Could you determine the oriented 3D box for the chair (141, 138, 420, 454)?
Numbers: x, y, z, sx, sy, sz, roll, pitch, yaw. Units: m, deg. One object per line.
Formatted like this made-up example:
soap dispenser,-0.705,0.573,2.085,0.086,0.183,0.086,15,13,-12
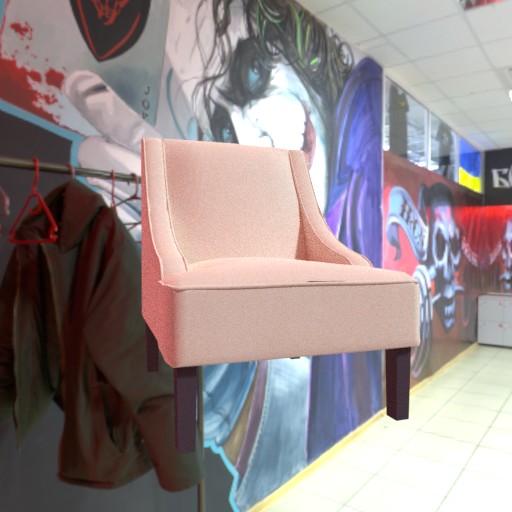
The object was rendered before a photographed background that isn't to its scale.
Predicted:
chair,0.000,0.000,1.453,0.689,0.886,0.806,0,1,-19
